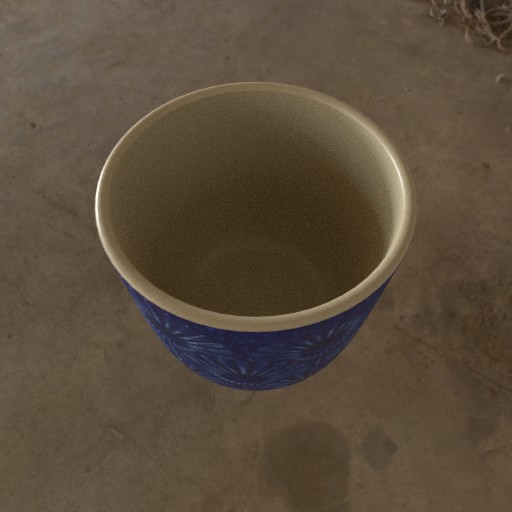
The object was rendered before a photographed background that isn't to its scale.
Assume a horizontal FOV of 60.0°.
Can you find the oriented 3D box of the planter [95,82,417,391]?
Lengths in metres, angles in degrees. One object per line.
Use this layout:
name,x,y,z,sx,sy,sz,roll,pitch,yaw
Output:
planter,0.000,0.000,0.218,0.124,0.109,0.124,0,58,0
